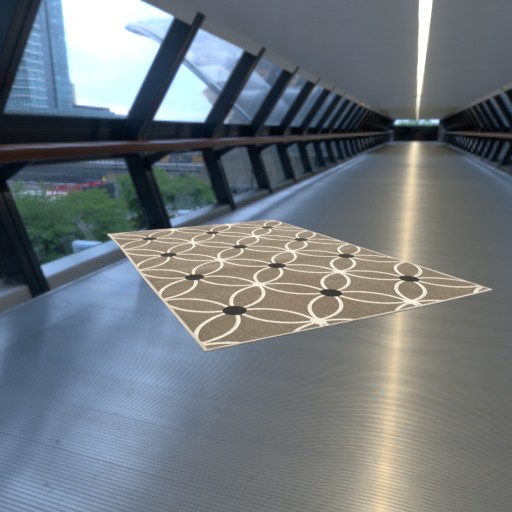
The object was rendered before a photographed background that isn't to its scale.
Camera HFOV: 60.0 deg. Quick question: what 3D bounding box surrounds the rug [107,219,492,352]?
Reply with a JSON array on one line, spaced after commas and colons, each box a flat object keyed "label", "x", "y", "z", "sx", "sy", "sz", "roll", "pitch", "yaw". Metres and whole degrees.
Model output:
[{"label": "rug", "x": 0.000, "y": 0.000, "z": 2.863, "sx": 1.522, "sy": 0.008, "sz": 2.284, "roll": -7, "pitch": 16, "yaw": -26}]
